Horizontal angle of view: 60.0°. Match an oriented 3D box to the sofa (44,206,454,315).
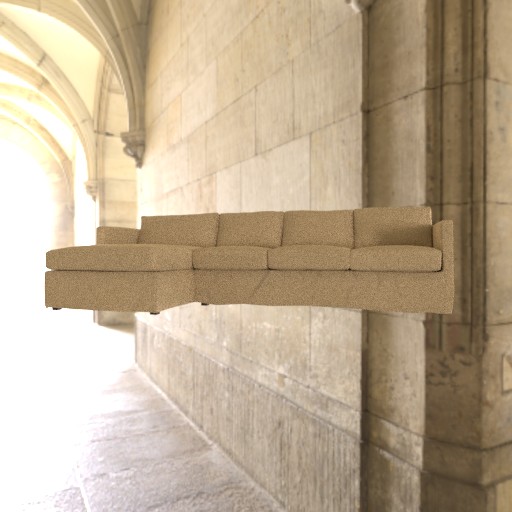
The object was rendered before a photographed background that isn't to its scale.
[{"bbox_3d":[0.000,0.000,3.915,3.205,0.922,1.650,0,0,16],"label":"sofa"}]
